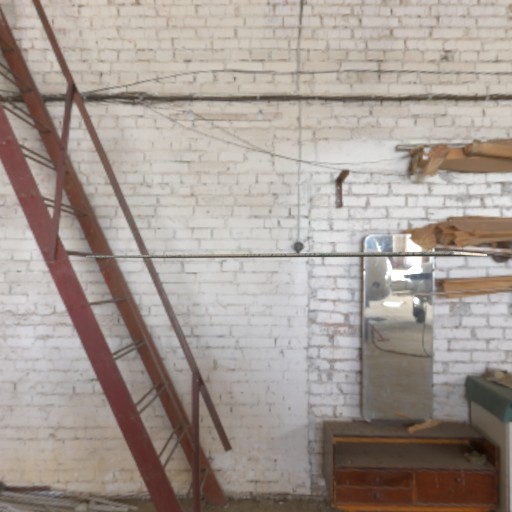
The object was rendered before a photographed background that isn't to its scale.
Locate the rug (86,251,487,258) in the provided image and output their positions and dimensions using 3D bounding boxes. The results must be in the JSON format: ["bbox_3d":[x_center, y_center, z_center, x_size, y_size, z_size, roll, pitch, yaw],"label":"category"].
[{"bbox_3d":[0.000,0.000,2.744,2.452,0.012,0.775,-1,-1,36],"label":"rug"}]
